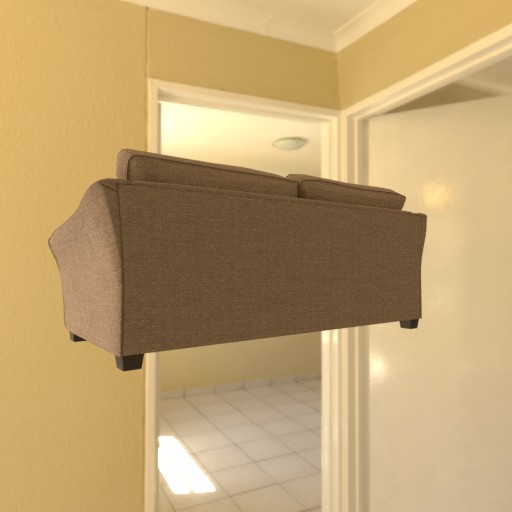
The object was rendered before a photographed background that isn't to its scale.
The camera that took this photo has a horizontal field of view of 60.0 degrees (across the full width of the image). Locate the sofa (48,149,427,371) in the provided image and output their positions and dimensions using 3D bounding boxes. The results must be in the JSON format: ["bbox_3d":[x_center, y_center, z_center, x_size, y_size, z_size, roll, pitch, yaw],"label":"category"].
[{"bbox_3d":[0.000,0.000,2.765,2.270,0.965,0.980,1,-1,-36],"label":"sofa"}]
